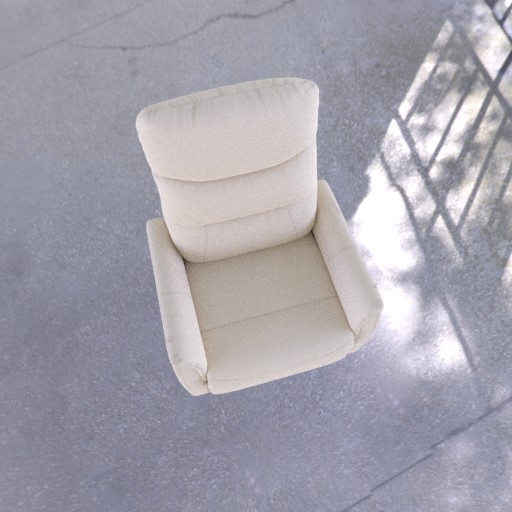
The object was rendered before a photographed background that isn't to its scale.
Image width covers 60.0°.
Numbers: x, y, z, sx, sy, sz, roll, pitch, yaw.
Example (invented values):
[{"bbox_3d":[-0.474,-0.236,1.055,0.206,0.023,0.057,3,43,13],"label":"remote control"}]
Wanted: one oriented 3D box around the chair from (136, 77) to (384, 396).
[{"bbox_3d":[0.000,0.000,1.656,0.775,1.082,0.831,-14,67,-6],"label":"chair"}]
